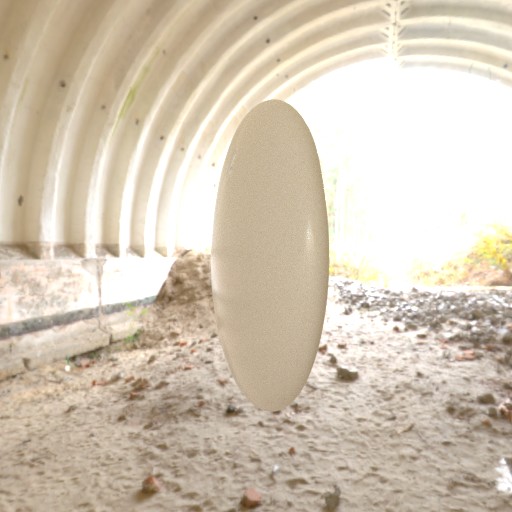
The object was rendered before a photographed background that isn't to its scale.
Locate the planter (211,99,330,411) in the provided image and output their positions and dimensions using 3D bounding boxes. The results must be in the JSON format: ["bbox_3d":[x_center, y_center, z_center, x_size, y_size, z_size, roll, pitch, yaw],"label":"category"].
[{"bbox_3d":[0.000,0.000,0.282,0.043,0.188,0.185,0,0,-18],"label":"planter"}]
